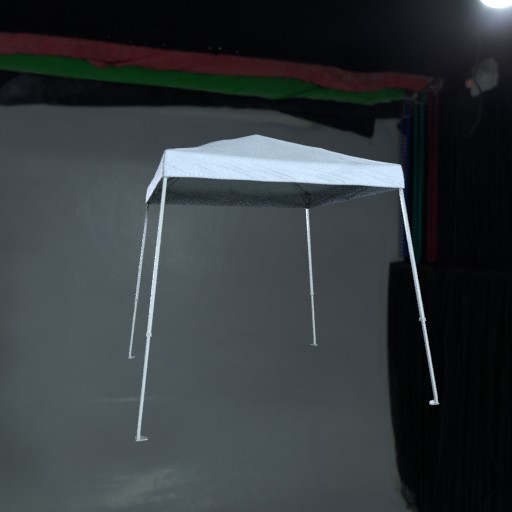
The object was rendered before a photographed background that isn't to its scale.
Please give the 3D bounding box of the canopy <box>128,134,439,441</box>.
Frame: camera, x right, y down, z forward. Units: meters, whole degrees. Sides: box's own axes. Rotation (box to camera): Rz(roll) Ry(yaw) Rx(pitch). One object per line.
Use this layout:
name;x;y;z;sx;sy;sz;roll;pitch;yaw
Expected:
canopy;0.000;0.000;6.607;3.600;3.600;3.599;0;1;-17
